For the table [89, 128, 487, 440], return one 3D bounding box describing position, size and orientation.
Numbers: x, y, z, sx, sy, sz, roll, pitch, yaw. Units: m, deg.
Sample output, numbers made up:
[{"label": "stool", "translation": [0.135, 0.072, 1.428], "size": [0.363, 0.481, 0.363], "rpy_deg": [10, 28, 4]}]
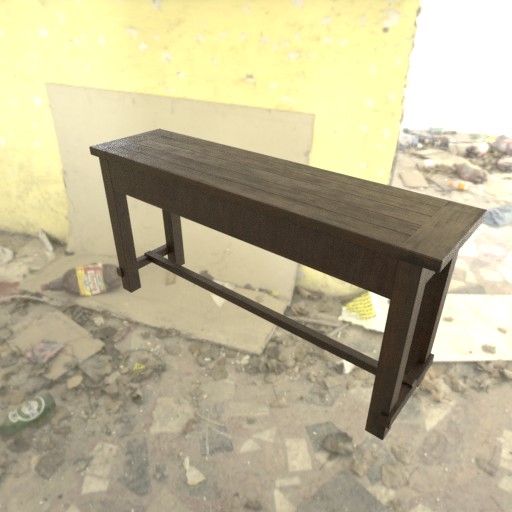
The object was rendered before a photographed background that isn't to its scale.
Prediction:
[{"label": "table", "translation": [0.000, 0.000, 1.915], "size": [1.599, 0.762, 0.442], "rpy_deg": [22, 37, 33]}]
